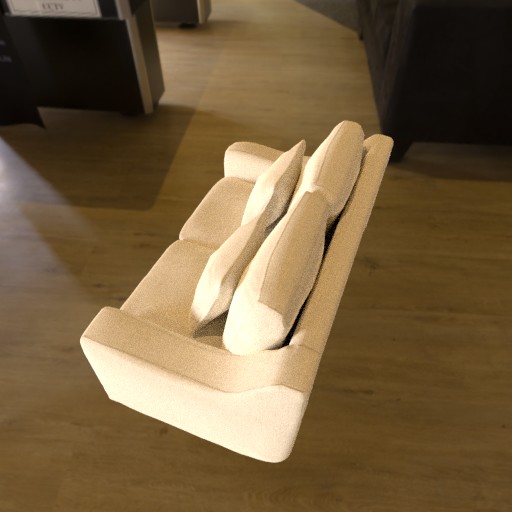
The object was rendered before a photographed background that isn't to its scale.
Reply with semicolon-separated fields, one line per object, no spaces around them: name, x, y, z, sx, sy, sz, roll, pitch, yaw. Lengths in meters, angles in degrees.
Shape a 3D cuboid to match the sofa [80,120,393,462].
sofa;0.000;0.000;2.380;1.040;1.047;1.744;16;49;15
